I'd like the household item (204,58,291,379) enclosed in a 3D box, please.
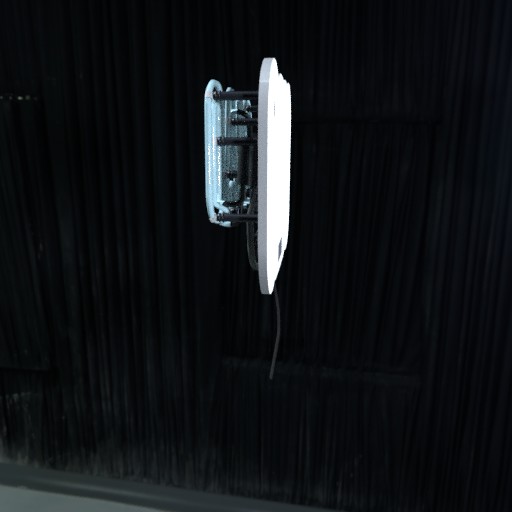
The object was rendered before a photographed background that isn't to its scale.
[{"bbox_3d":[0.000,0.000,0.384,0.042,0.294,0.211,2,15,8],"label":"household item"}]
